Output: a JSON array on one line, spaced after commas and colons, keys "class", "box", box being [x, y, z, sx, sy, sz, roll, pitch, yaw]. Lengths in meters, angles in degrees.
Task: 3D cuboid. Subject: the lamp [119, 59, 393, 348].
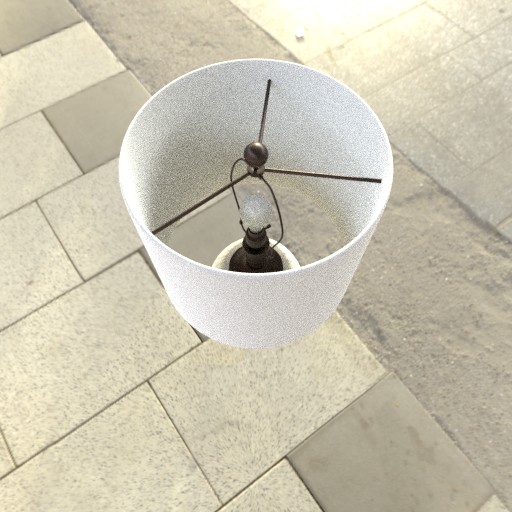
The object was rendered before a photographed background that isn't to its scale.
[{"class": "lamp", "box": [0.000, 0.000, 0.774, 0.328, 0.570, 0.328, 0, 63, 0]}]
